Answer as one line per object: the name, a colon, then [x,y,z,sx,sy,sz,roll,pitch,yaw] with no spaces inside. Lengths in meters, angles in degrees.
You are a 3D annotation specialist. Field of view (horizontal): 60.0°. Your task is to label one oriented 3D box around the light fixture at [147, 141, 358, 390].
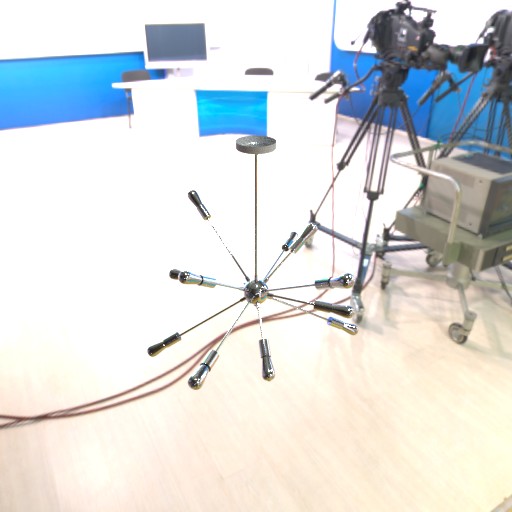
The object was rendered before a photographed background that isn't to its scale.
light fixture: [0.000,0.000,1.070,0.509,0.558,0.684,11,32,18]
